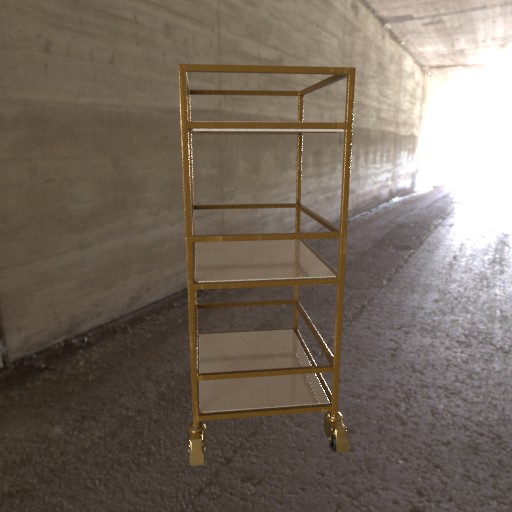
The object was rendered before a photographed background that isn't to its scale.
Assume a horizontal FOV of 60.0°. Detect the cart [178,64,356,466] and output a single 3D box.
[{"bbox_3d":[0.000,0.000,1.019,0.332,0.761,0.483,-2,15,-7],"label":"cart"}]
